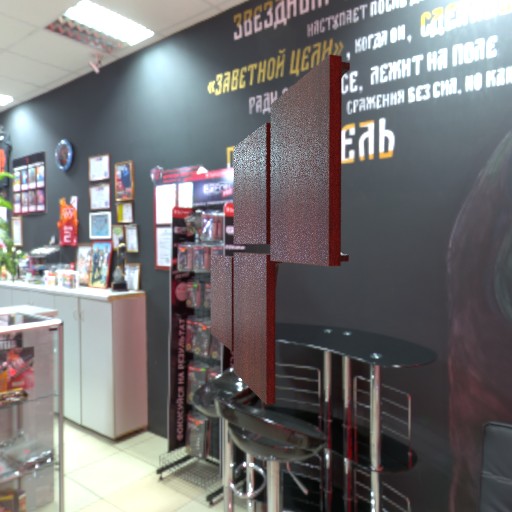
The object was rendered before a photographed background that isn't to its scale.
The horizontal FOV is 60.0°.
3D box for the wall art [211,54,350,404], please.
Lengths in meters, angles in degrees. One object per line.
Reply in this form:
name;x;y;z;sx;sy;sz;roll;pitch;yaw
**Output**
wall art;0.000;0.000;0.840;0.030;0.497;0.635;0;1;-19
